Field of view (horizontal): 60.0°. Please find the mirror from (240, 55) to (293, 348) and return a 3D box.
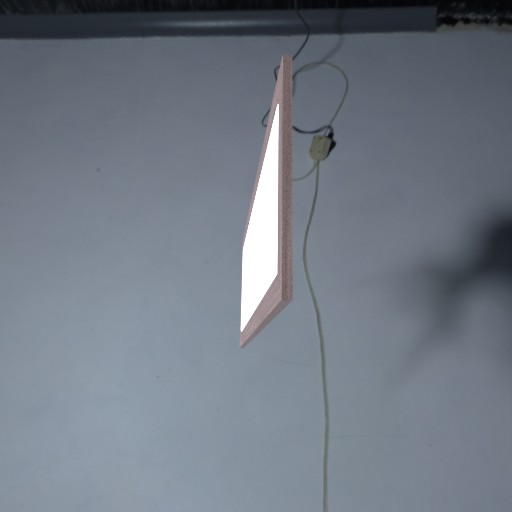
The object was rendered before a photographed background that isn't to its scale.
[{"bbox_3d":[0.000,0.000,2.319,0.221,2.020,0.812,1,74,0],"label":"mirror"}]
